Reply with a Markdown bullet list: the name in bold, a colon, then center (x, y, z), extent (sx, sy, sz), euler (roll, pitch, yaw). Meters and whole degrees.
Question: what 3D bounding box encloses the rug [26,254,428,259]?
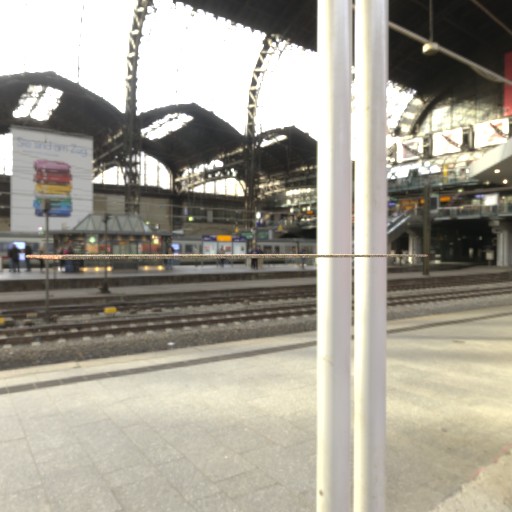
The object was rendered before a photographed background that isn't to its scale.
- **rug**: center (0.000, 0.000, 2.707), extent (2.413, 0.016, 0.810), euler (0, 0, -36)
